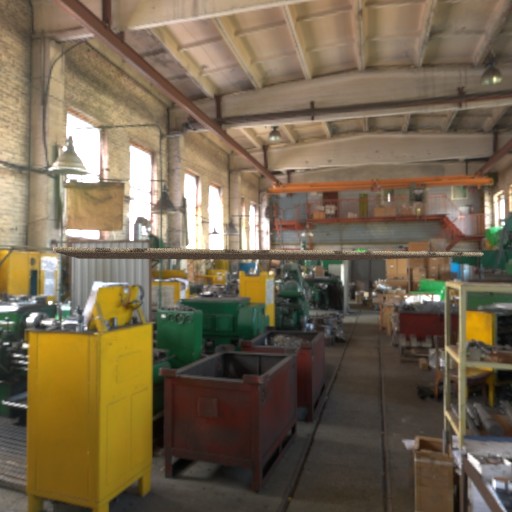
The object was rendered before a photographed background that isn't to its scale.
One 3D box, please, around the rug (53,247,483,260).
[{"bbox_3d":[0.000,0.000,3.450,2.701,0.026,1.801,0,-2,-18],"label":"rug"}]
